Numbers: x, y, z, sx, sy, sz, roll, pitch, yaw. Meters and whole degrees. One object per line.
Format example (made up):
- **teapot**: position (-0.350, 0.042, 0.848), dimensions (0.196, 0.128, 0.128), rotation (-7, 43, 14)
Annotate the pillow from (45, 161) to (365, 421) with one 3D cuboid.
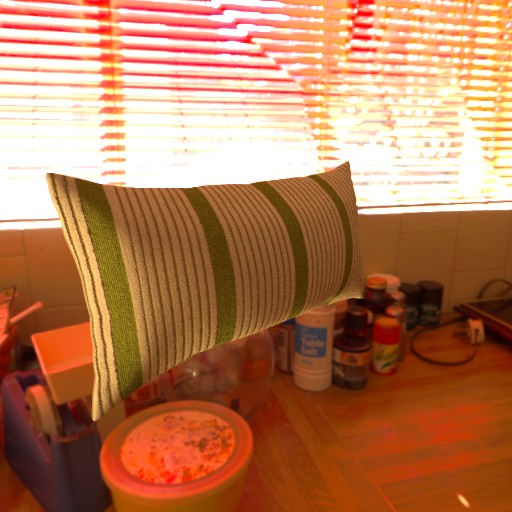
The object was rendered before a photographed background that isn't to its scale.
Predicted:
- **pillow**: position (0.000, 0.000, 0.721), dimensions (0.156, 0.292, 0.608), rotation (14, 20, 43)
